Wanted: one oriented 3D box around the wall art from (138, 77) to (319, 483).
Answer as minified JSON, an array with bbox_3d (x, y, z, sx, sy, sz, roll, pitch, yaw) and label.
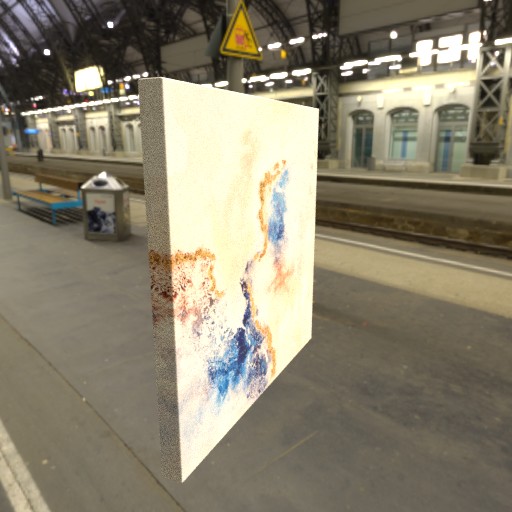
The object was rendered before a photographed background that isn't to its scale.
[{"bbox_3d":[0.000,0.000,1.578,0.071,1.061,1.061,7,16,26],"label":"wall art"}]
